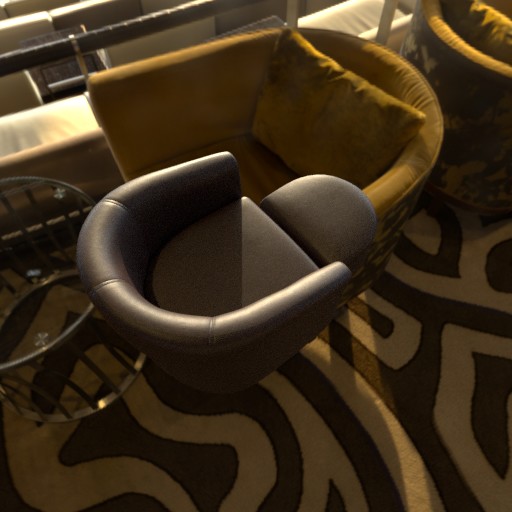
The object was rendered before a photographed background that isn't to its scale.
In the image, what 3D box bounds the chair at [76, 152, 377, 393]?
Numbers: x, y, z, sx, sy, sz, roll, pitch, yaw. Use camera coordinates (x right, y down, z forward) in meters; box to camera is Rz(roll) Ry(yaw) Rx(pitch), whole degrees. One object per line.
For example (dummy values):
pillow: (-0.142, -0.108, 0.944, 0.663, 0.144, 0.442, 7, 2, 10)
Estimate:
chair: (0.000, 0.000, 1.723, 1.176, 0.755, 0.737, -33, 64, -19)
